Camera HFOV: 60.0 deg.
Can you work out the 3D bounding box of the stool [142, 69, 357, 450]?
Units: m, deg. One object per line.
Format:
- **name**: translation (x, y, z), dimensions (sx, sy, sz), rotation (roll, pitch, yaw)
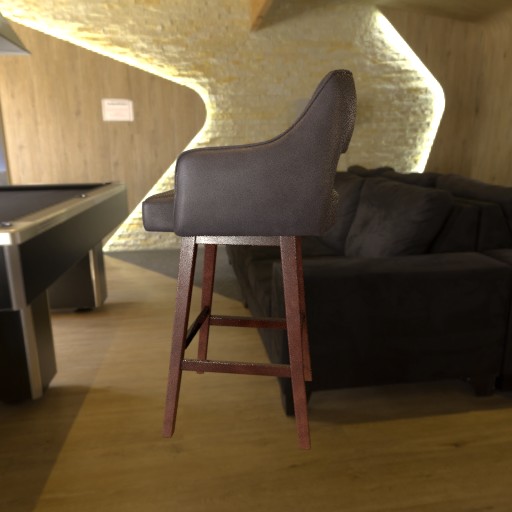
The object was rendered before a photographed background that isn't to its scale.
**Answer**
- **stool**: translation (0.000, 0.000, 1.380), dimensions (0.560, 1.041, 0.550), rotation (2, 14, 7)
